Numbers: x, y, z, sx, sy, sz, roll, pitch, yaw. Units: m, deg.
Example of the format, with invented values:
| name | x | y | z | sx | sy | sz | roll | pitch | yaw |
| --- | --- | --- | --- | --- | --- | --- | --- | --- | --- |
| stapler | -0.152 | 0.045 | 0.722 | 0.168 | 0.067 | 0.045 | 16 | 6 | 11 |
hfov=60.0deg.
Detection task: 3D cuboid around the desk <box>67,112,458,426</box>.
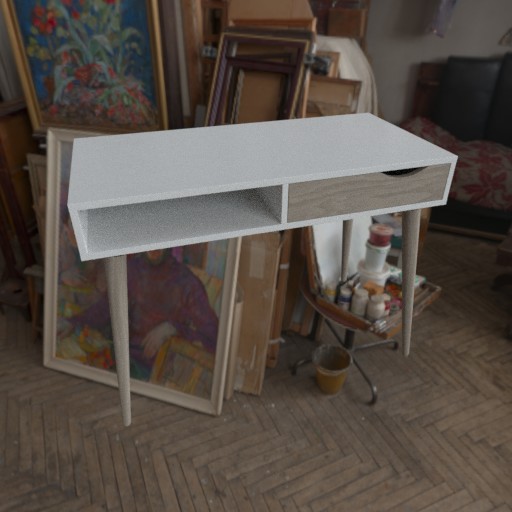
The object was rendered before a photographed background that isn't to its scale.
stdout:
| name | x | y | z | sx | sy | sz | roll | pitch | yaw |
| --- | --- | --- | --- | --- | --- | --- | --- | --- | --- |
| desk | 0.000 | 0.000 | 1.436 | 0.979 | 0.723 | 0.491 | -10 | 33 | -15 |
